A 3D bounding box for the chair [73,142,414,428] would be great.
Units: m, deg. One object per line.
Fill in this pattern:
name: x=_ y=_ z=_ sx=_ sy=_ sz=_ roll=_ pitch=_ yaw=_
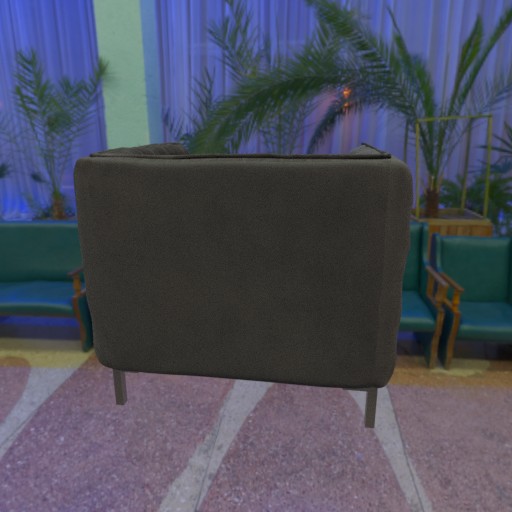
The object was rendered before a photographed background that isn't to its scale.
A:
chair: x=0.000 y=0.000 z=1.660 sx=0.946 sy=0.807 sz=0.913 roll=2 pitch=17 yaw=8
